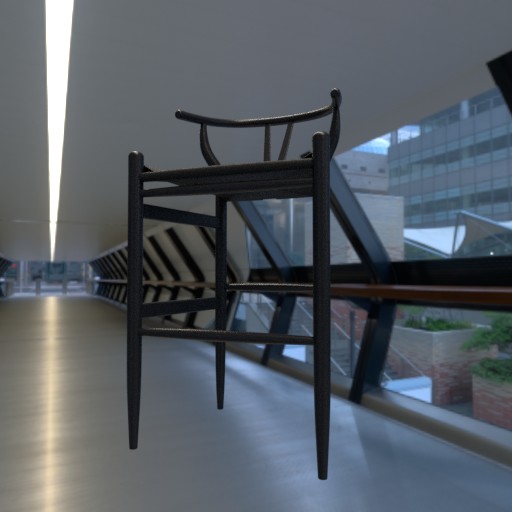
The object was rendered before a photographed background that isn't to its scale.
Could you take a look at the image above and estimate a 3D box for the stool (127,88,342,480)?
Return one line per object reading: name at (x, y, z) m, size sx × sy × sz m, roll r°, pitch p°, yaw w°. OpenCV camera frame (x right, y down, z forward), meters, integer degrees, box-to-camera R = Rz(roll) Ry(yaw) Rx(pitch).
stool at (0.000, 0.000, 1.404) m, size 0.569 × 1.072 × 0.579 m, roll -1°, pitch -2°, yaw 20°
